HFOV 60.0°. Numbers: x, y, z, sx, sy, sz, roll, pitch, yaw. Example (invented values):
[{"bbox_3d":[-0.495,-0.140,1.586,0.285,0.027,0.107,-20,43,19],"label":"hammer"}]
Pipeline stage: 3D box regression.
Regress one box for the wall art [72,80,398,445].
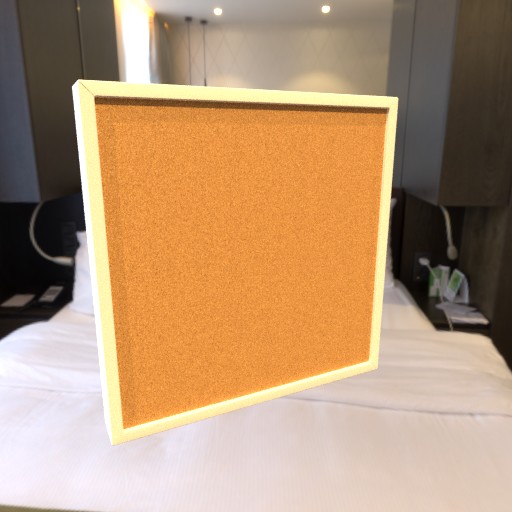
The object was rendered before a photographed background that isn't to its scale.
[{"bbox_3d":[0.000,0.000,0.437,0.305,0.305,0.038,-7,16,-26],"label":"wall art"}]
